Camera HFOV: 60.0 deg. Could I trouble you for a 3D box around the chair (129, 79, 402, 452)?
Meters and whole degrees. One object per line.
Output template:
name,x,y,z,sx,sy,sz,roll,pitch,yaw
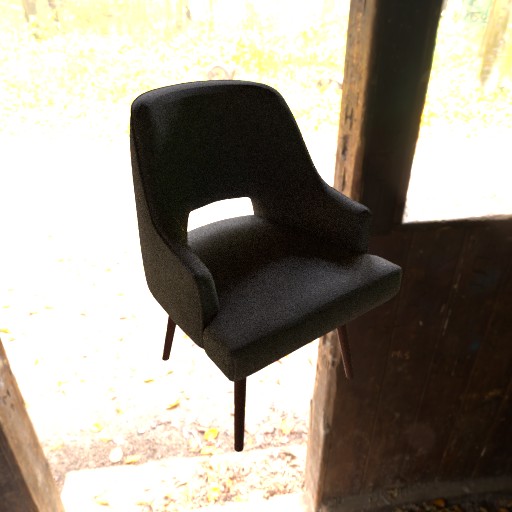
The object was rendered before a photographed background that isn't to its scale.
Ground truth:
chair,0.000,0.000,1.280,0.608,0.875,0.629,-21,36,-31
